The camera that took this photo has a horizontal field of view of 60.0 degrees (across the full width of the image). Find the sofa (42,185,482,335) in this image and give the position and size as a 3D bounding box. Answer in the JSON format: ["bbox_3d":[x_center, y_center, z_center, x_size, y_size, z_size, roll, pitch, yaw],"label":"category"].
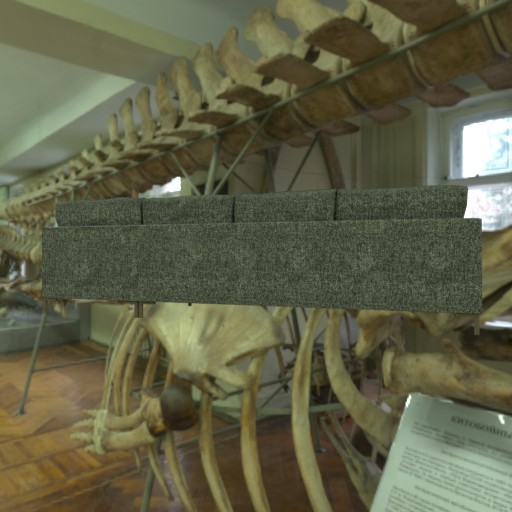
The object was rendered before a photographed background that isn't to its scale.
[{"bbox_3d":[0.000,0.000,3.942,3.384,0.970,1.488,0,0,17],"label":"sofa"}]
